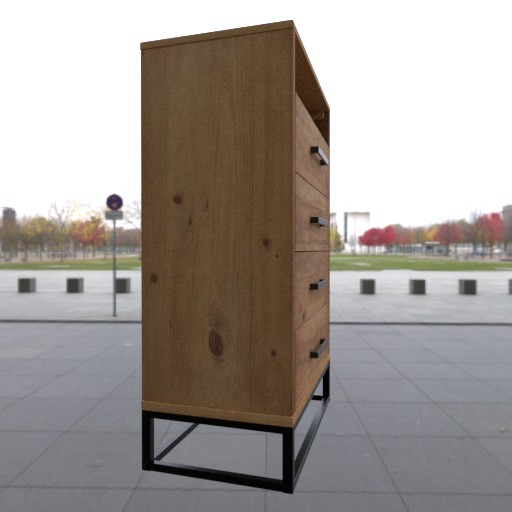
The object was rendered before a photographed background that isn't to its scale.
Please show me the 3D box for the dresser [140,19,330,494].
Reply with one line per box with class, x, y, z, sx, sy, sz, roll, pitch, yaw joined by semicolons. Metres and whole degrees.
dresser;0.000;0.000;1.578;0.479;1.240;0.761;0;1;17
